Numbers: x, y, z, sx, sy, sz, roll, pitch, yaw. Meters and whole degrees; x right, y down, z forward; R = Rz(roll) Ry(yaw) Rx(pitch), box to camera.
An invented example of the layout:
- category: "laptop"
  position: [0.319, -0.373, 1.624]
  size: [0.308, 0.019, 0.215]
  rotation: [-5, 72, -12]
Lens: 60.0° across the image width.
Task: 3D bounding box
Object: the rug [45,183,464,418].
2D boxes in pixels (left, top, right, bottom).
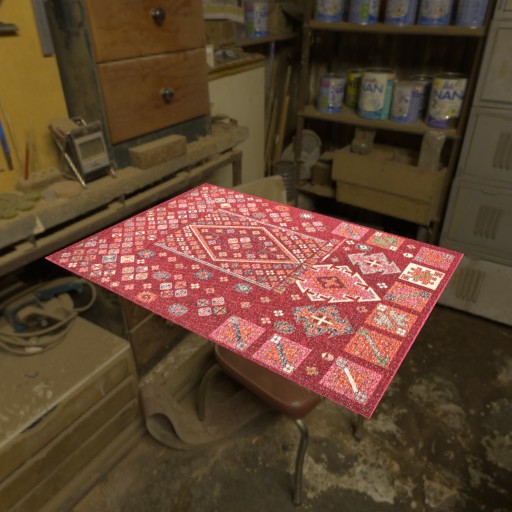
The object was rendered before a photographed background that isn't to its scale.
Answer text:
- category: "rug"
  position: [0.000, 0.000, 2.851]
  size: [2.184, 0.007, 1.579]
  rotation: [19, 36, 29]
